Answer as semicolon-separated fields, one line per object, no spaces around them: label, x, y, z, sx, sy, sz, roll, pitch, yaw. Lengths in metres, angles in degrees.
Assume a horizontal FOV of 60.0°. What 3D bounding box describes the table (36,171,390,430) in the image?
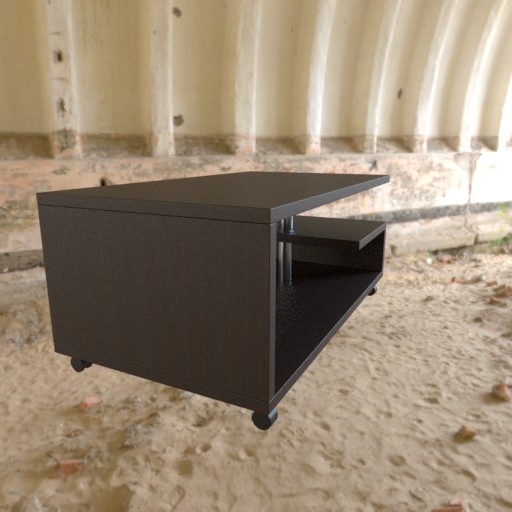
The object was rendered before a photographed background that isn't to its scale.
table;0.000;0.000;1.387;0.590;0.460;1.050;7;15;26
